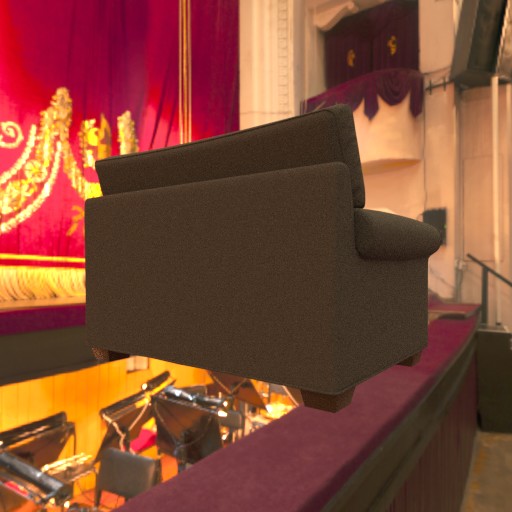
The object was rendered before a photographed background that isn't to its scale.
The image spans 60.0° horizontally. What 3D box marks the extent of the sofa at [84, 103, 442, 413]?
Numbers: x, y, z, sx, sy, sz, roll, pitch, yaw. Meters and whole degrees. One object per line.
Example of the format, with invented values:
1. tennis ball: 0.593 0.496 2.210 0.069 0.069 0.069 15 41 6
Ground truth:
1. sofa: 0.000 0.000 2.029 1.410 0.953 0.940 0 -1 37
